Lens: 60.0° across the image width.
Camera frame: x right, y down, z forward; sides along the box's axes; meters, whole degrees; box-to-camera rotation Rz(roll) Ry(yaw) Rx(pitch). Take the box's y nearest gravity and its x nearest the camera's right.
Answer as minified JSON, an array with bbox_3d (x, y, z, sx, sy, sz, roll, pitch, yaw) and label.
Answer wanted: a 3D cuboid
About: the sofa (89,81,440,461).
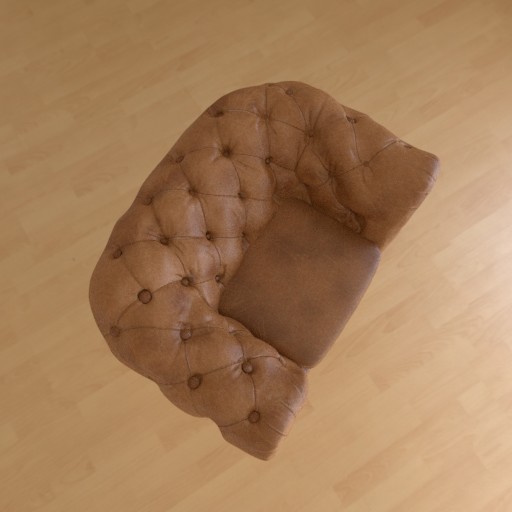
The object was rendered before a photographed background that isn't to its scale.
[{"bbox_3d":[0.000,0.000,2.067,1.033,0.878,1.405,32,77,8],"label":"sofa"}]
